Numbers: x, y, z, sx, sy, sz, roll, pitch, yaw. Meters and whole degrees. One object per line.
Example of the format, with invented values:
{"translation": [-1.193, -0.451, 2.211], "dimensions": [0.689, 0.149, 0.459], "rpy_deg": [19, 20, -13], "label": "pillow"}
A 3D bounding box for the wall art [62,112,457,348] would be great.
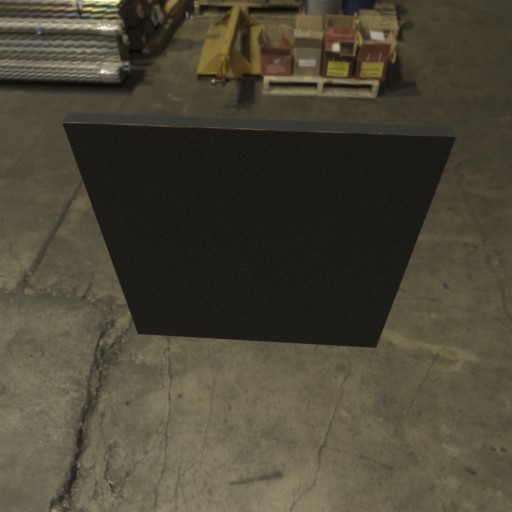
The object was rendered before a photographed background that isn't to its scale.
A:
{"translation": [0.000, 0.000, 1.146], "dimensions": [0.762, 0.762, 0.038], "rpy_deg": [3, 47, 3], "label": "wall art"}
